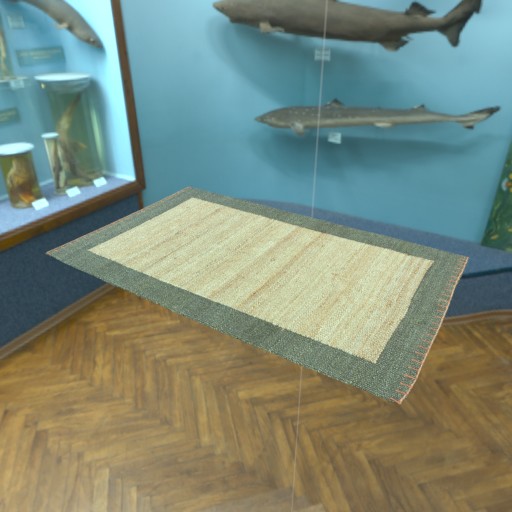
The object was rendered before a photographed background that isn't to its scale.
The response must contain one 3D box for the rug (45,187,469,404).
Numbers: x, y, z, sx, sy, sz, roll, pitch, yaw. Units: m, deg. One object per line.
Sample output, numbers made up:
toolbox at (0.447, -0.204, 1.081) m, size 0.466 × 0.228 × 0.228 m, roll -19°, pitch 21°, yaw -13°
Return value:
rug at (0.000, 0.000, 2.966) m, size 2.435 × 0.006 × 1.521 m, roll 18°, pitch 34°, yaw 28°
